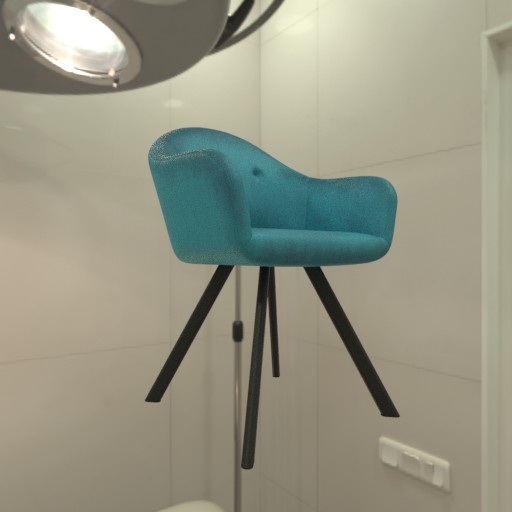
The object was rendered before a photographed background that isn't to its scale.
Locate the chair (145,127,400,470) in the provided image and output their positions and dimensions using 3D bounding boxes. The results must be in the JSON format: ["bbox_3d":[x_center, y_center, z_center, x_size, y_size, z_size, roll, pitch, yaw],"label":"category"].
[{"bbox_3d":[0.000,0.000,1.172,0.540,0.780,0.570,0,0,-36],"label":"chair"}]
